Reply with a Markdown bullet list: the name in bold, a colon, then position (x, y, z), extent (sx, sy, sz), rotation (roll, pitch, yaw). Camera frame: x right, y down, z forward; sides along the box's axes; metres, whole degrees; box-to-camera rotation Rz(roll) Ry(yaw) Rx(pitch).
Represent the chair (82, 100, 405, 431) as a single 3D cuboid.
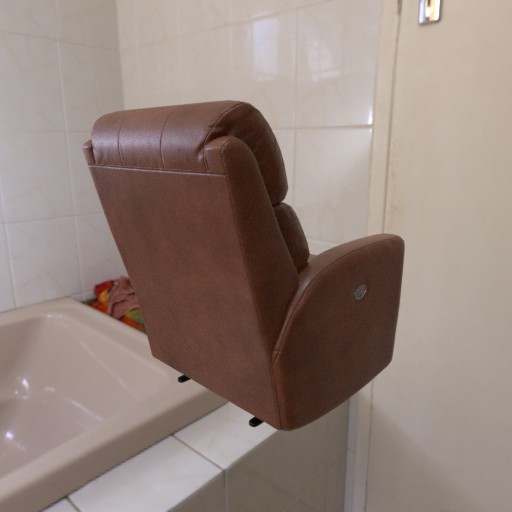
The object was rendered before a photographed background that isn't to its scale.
- **chair**: position (0.000, 0.000, 1.646), extent (0.787, 1.016, 0.939), rotation (14, 20, 43)
